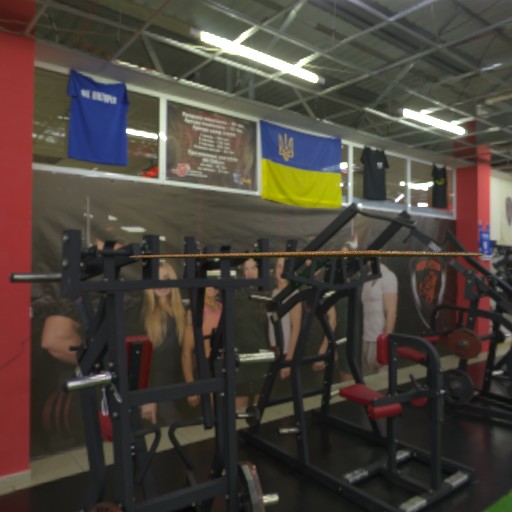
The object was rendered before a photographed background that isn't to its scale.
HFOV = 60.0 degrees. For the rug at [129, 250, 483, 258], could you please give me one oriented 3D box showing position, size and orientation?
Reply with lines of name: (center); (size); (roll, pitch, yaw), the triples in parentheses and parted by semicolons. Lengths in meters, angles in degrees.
rug: (0.000, 0.000, 2.048); (0.556, 0.013, 1.820); (0, -1, -35)
